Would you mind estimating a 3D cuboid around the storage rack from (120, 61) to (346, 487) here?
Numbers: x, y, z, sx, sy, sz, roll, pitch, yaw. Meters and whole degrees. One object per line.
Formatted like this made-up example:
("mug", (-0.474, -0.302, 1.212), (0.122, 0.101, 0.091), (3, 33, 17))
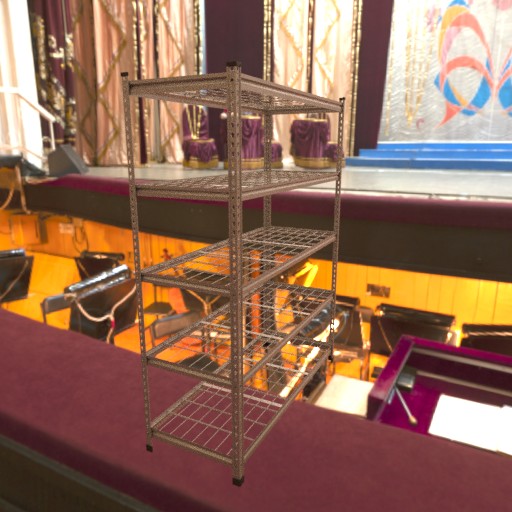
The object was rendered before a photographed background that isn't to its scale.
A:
("storage rack", (0.000, 0.000, 2.771), (0.610, 1.981, 1.524), (7, 16, 26))
